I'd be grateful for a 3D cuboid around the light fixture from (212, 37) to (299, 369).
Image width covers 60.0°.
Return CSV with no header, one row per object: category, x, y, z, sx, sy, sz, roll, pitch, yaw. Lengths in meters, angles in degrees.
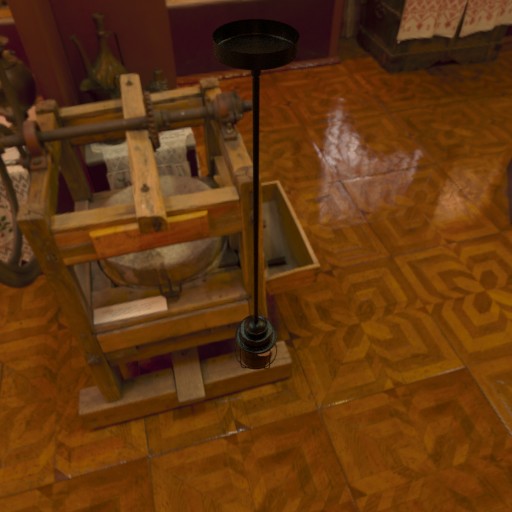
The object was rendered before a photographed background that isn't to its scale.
light fixture,0.000,0.000,0.964,0.123,0.920,0.123,-10,48,-9
